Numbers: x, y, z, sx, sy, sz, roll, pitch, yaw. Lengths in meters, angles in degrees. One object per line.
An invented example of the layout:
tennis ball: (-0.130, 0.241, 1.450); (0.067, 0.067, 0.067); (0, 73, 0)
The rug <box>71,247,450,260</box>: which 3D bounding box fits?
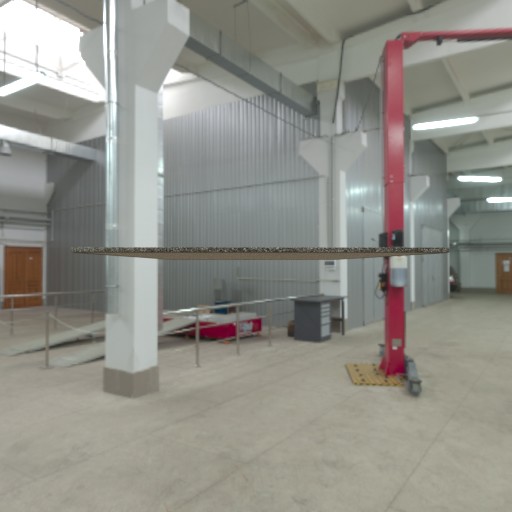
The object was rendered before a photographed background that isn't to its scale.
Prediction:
rug: (0.000, 0.000, 3.441); (1.802, 0.026, 2.699); (0, -1, -1)
